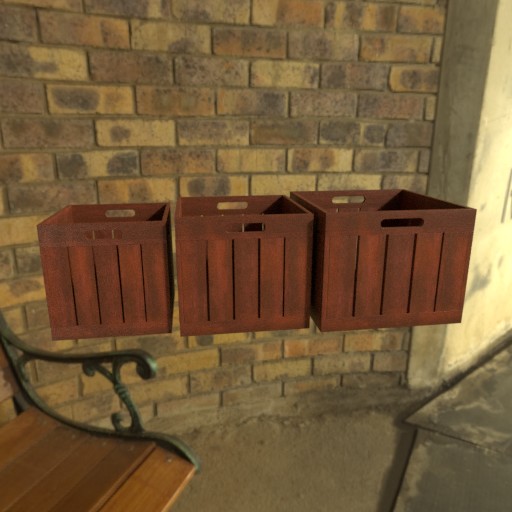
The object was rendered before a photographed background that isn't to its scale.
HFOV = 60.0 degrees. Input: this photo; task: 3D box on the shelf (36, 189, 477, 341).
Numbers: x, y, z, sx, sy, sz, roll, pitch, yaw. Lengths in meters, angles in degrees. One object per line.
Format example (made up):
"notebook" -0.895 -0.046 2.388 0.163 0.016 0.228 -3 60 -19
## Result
"shelf" 0.000 0.000 1.267 1.064 0.311 0.393 -2 16 -8
